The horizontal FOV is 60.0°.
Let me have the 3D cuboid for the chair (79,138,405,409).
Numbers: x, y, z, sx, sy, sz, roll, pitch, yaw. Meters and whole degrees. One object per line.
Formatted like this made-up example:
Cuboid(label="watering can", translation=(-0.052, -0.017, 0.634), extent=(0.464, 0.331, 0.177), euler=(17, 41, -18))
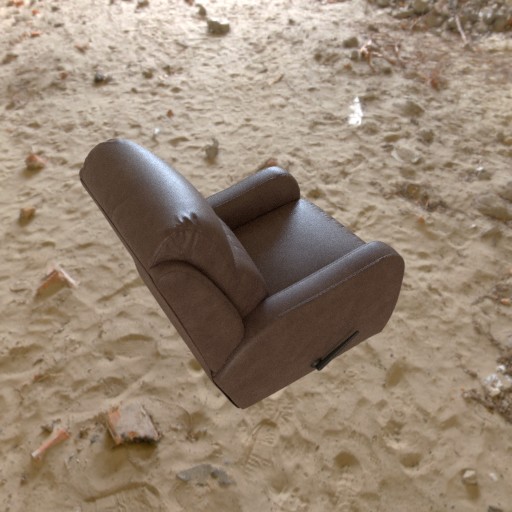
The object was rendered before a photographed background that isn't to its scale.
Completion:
Cuboid(label="chair", translation=(0.000, 0.000, 1.852), extent=(1.067, 1.067, 0.865), euler=(-24, 48, -25))
